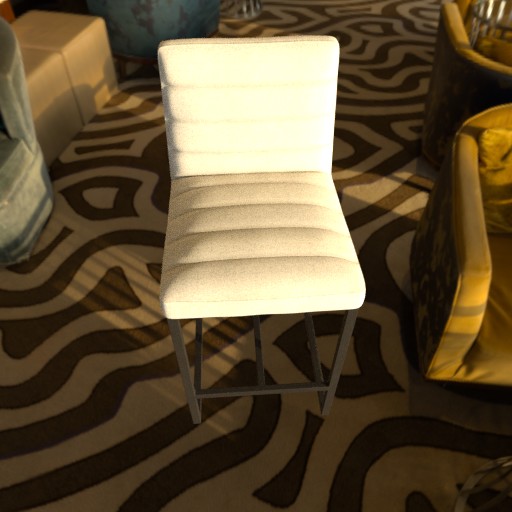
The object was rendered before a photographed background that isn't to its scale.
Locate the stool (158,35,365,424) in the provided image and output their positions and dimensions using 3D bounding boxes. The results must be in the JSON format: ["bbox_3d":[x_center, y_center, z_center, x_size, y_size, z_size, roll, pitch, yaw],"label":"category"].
[{"bbox_3d":[0.000,0.000,1.239,0.459,0.971,0.567,-3,47,-3],"label":"stool"}]
